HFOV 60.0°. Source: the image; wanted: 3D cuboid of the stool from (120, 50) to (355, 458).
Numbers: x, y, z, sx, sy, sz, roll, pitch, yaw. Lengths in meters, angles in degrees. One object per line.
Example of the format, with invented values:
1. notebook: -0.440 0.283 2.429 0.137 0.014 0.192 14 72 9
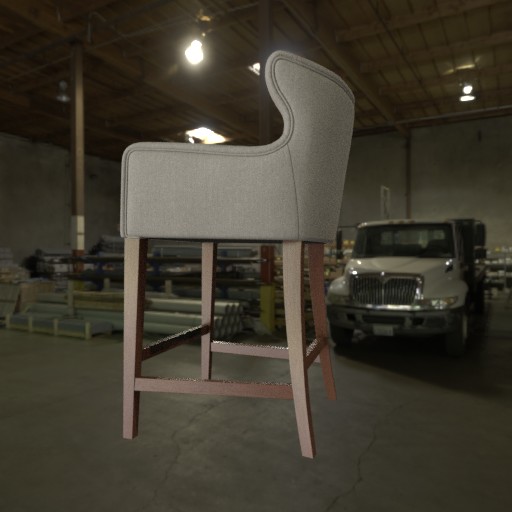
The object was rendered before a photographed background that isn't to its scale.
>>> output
1. stool: 0.000 0.000 1.323 0.575 0.951 0.575 0 0 17
